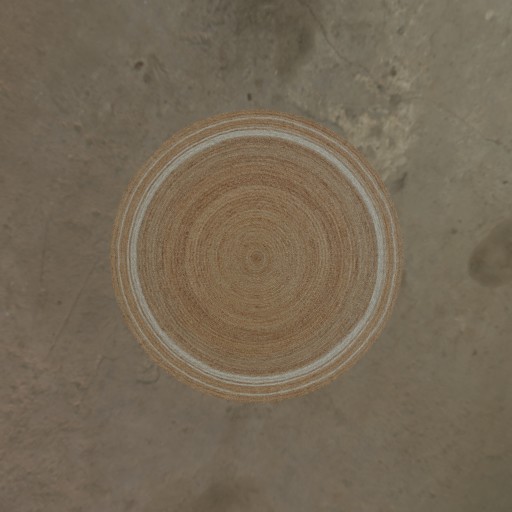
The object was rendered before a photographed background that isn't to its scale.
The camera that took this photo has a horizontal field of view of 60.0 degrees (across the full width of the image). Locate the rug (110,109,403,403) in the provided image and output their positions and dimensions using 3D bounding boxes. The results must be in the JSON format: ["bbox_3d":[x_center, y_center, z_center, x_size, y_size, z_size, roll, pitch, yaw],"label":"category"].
[{"bbox_3d":[0.000,0.000,3.698,2.444,0.015,2.444,0,90,1],"label":"rug"}]
